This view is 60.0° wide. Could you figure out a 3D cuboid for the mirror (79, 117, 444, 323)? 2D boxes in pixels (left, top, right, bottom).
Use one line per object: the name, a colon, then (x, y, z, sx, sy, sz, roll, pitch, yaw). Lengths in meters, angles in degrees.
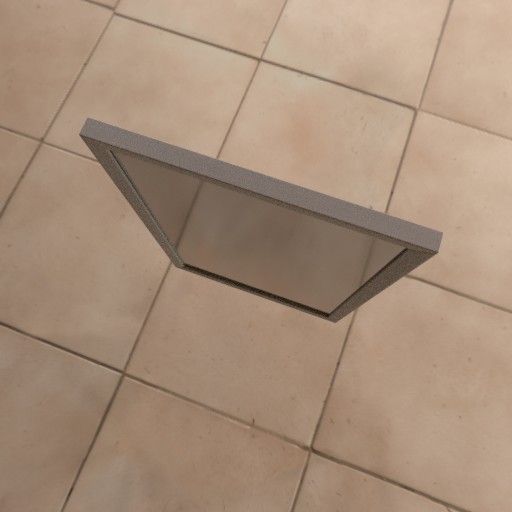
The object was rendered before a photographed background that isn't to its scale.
mirror: (0.000, 0.000, 1.153, 0.609, 0.915, 0.040, 19, 76, 5)
